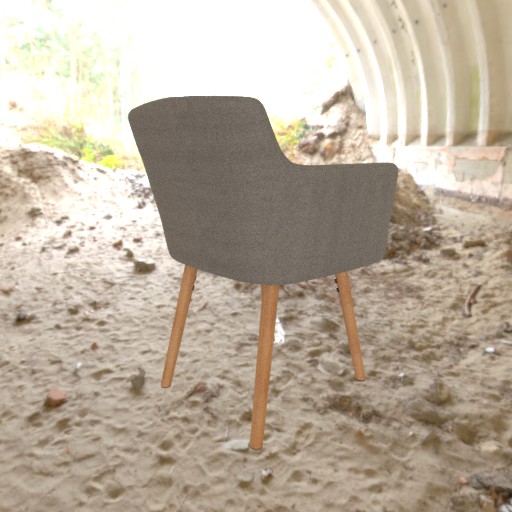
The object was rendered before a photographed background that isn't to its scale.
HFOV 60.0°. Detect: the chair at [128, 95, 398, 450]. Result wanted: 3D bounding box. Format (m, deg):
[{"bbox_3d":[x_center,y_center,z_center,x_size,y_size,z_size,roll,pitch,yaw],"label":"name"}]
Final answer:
[{"bbox_3d":[0.000,0.000,1.196,0.540,0.780,0.570,-13,19,-43],"label":"chair"}]
